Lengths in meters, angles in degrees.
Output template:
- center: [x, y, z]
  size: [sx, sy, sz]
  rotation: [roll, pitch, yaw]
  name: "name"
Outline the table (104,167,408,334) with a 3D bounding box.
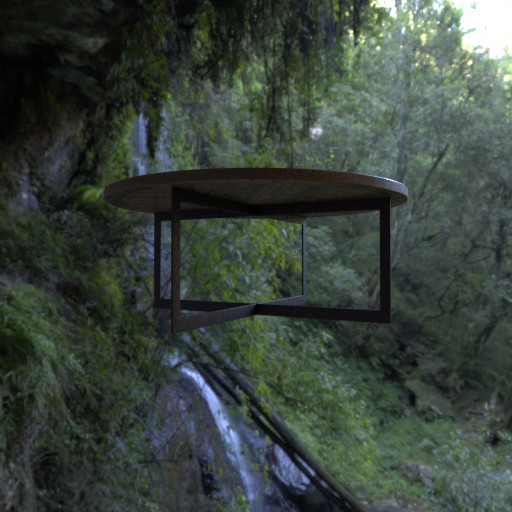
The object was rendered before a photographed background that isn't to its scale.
- center: [0.000, 0.000, 1.944]
  size: [1.264, 0.516, 1.264]
  rotation: [0, -1, 0]
  name: "table"
